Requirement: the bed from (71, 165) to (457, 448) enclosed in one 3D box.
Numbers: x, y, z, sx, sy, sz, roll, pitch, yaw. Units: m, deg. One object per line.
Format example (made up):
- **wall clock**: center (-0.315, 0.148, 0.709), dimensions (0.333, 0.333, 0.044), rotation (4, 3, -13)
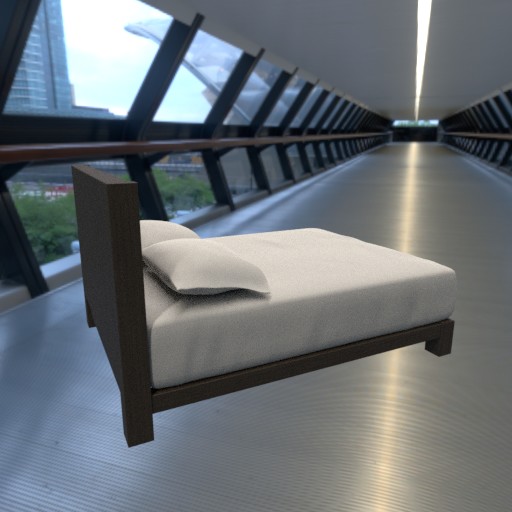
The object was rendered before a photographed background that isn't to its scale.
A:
- **bed**: center (0.000, 0.000, 3.223), dimensions (2.242, 1.270, 1.727), rotation (-7, 16, -26)
